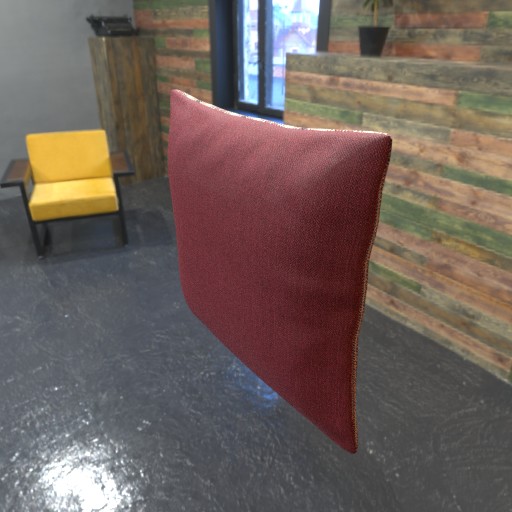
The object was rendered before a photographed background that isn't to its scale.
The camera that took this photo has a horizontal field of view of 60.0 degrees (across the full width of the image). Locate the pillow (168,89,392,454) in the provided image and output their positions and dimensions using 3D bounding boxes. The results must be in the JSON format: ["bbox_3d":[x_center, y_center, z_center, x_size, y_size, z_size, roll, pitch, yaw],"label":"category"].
[{"bbox_3d":[0.000,0.000,0.765,0.166,0.497,0.513,-19,33,-32],"label":"pillow"}]
